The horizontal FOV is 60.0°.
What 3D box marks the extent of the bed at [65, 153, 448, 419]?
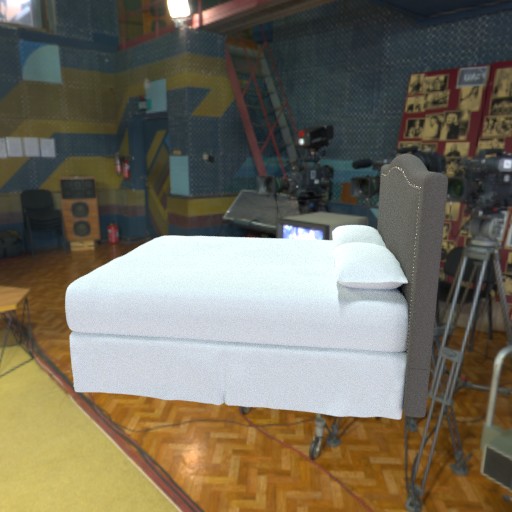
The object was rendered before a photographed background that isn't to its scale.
[{"bbox_3d":[0.000,0.000,3.080,2.036,1.387,1.666,2,13,8],"label":"bed"}]
